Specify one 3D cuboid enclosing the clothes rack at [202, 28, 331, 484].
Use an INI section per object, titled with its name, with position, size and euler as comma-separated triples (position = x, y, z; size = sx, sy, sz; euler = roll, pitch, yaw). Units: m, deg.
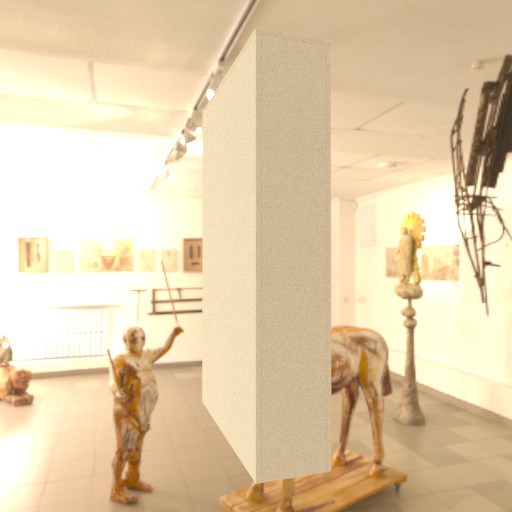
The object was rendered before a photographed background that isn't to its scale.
[clothes rack]
position = 0.000, 0.000, 1.638
size = 0.250, 1.280, 0.750
euler = 0, 0, -18
